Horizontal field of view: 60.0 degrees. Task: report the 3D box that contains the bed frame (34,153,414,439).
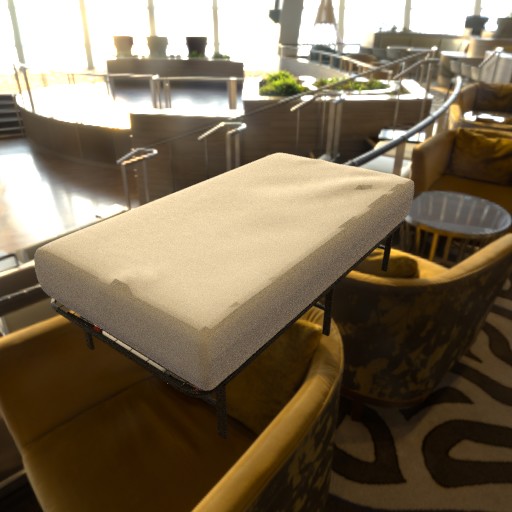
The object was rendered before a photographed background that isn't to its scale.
[{"bbox_3d":[0.000,0.000,2.420,1.025,0.640,1.908,20,35,32],"label":"bed frame"}]
